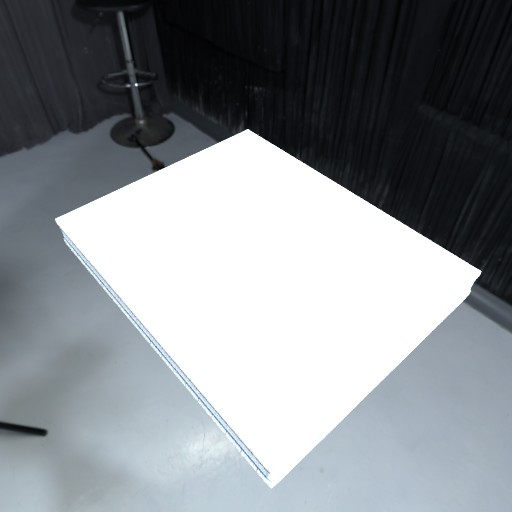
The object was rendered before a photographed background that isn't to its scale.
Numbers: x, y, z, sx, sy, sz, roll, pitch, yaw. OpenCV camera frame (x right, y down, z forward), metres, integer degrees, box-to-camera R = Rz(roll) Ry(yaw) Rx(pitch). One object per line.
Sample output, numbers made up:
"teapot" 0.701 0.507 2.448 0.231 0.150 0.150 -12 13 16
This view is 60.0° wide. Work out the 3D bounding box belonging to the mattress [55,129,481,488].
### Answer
"mattress" 0.000 0.000 2.701 1.600 0.230 2.000 -33 55 -27
